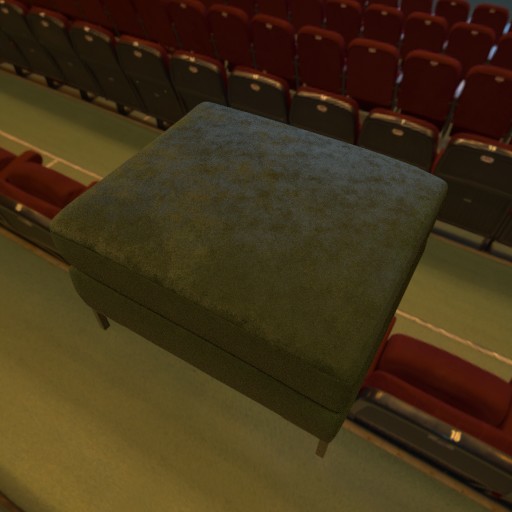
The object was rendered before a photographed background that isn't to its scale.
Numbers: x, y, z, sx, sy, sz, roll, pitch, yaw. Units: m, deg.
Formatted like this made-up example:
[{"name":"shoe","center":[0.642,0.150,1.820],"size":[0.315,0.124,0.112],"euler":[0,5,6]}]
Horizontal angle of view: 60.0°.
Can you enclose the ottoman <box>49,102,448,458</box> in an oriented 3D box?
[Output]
[{"name":"ottoman","center":[0.000,0.000,1.305],"size":[0.839,0.538,0.701],"euler":[24,52,20]}]
